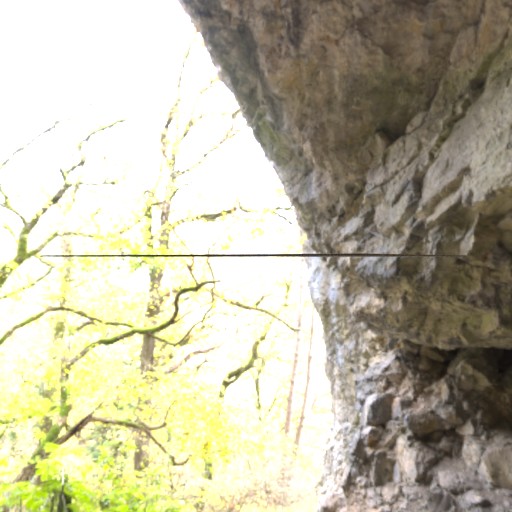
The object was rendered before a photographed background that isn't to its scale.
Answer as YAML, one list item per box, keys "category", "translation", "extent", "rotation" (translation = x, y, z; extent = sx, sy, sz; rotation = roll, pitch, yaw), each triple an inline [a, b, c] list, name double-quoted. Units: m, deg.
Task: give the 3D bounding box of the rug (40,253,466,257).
- category: "rug"
  translation: [0.000, 0.000, 3.830]
  extent: [2.894, 0.013, 2.286]
  rotation: [0, 0, 37]
